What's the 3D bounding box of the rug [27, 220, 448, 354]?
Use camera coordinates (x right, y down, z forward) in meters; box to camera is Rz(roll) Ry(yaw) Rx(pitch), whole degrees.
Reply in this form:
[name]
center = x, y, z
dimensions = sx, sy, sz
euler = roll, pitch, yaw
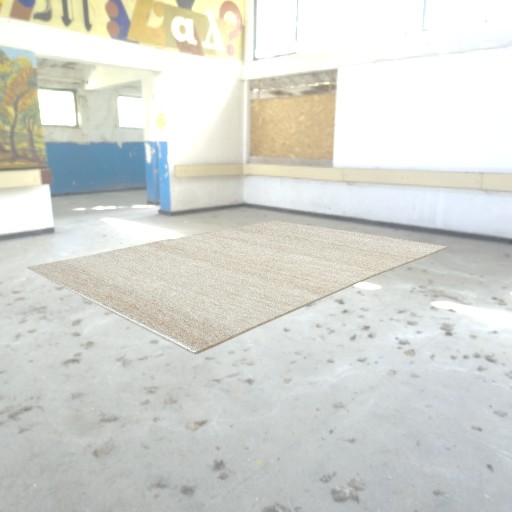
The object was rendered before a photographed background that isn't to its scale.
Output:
[rug]
center = 0.000, 0.000, 2.888
dimensions = 1.596, 0.030, 2.283
euler = 14, 20, 42
